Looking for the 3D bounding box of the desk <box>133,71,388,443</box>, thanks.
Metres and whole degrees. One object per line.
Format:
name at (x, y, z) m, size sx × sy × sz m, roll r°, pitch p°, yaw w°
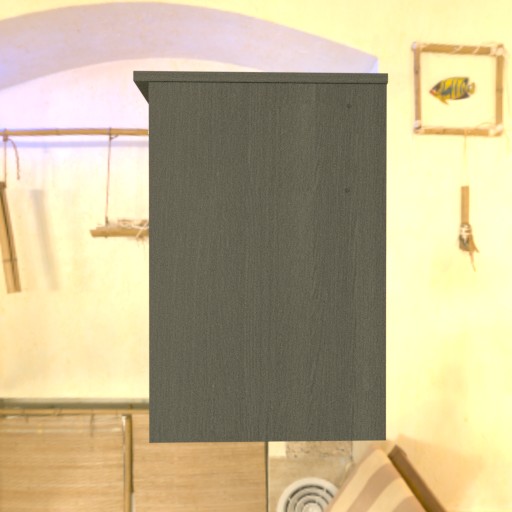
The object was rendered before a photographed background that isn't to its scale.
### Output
desk at (0.000, 0.000, 1.313) m, size 0.498 × 0.724 × 0.893 m, roll 0°, pitch 0°, yaw -1°
